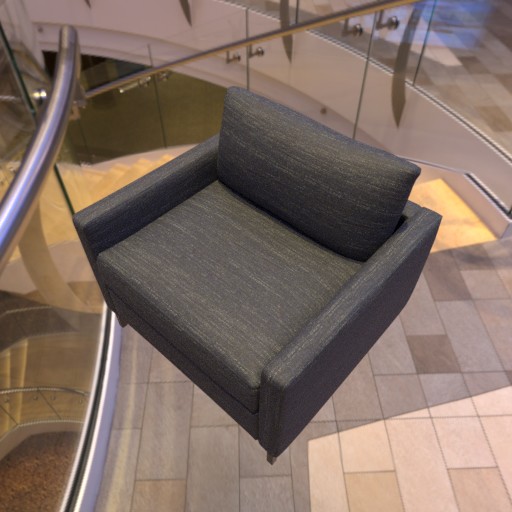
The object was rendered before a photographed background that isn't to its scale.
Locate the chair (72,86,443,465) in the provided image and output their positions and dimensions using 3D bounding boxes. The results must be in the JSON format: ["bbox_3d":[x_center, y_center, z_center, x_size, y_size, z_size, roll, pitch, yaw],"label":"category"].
[{"bbox_3d":[0.000,0.000,1.618,0.963,0.861,0.866,33,55,27],"label":"chair"}]
